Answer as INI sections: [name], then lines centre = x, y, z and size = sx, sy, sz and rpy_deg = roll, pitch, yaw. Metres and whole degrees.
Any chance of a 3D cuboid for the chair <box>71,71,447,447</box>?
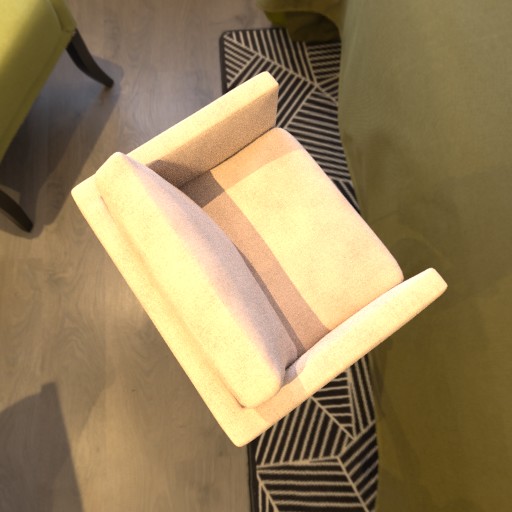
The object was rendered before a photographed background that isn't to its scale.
[chair]
centre = 0.000, 0.000, 1.876
size = 0.959, 0.961, 1.133
rpy_deg = -35, 78, -9
